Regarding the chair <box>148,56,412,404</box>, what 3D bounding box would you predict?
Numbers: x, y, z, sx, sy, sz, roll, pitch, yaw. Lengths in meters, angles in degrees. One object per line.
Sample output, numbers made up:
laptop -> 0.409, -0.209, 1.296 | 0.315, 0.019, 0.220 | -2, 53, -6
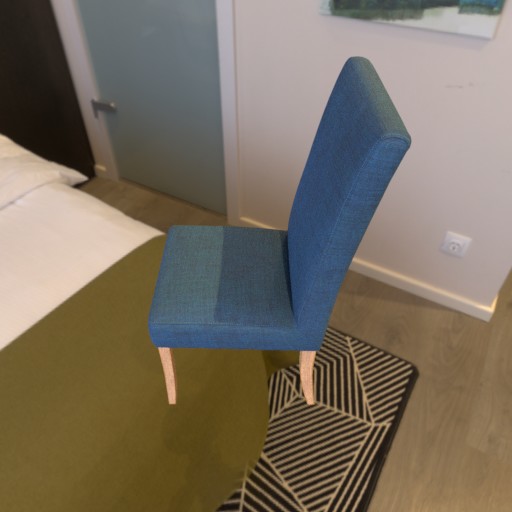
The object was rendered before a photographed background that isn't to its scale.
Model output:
chair -> 0.000, 0.000, 1.342 | 0.610, 1.029, 0.450 | 0, 43, 0
